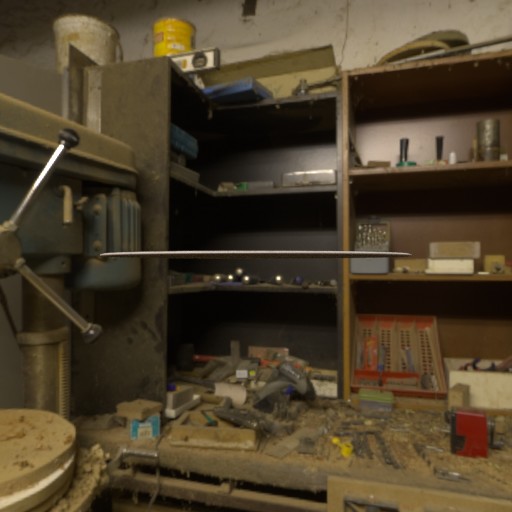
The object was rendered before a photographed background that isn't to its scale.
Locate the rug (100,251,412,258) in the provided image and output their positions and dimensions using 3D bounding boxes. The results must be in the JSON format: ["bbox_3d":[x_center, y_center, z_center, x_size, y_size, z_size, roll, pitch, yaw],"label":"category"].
[{"bbox_3d":[0.000,0.000,2.397,1.593,0.012,1.593,0,-1,0],"label":"rug"}]
